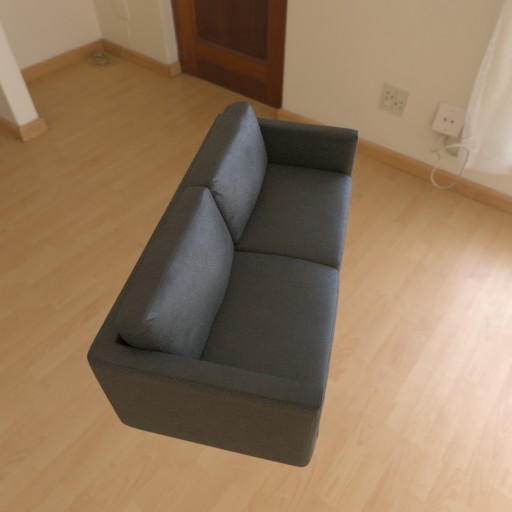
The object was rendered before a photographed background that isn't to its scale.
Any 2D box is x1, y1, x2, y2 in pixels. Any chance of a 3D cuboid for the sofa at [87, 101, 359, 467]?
[{"bbox_3d":[0.000,0.000,2.445,0.951,0.933,1.883,10,48,9],"label":"sofa"}]
